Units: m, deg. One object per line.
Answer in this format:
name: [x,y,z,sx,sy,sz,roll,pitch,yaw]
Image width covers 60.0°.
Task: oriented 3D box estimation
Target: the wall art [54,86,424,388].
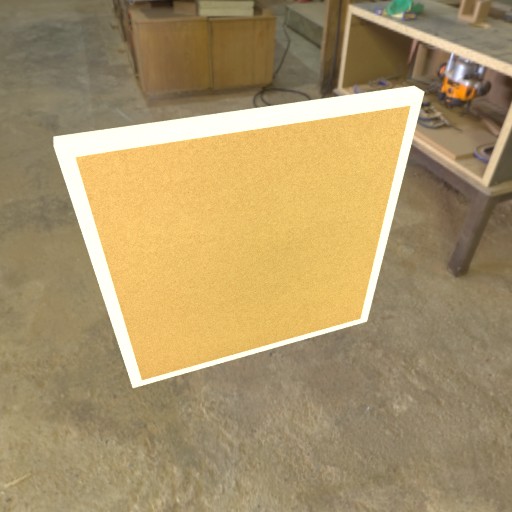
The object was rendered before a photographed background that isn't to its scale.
wall art: [0.000,0.000,1.134,0.763,0.761,0.038,-13,43,-14]
